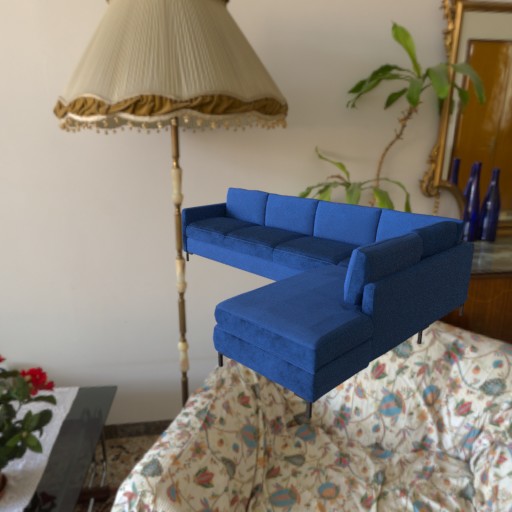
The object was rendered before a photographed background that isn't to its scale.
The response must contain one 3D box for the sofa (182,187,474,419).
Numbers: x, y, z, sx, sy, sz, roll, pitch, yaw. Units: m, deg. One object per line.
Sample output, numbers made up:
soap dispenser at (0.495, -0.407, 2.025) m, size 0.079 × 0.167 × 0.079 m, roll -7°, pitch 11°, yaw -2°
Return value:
sofa at (0.000, 0.000, 3.257) m, size 1.707 × 0.687 × 2.486 m, roll -15°, pitch 22°, yaw -42°
